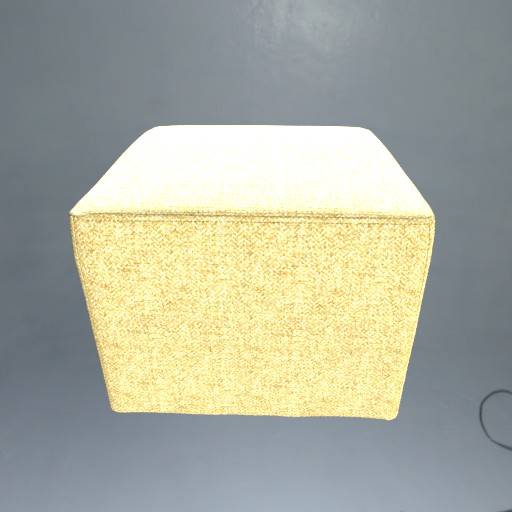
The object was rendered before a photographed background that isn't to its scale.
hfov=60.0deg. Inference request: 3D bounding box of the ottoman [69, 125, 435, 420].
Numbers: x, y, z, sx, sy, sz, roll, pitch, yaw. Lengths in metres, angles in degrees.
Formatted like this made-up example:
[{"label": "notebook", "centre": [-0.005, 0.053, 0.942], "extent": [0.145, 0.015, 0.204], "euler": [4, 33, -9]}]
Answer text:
[{"label": "ottoman", "centre": [0.000, 0.000, 0.897], "extent": [0.512, 0.441, 0.505], "euler": [1, 30, 1]}]
